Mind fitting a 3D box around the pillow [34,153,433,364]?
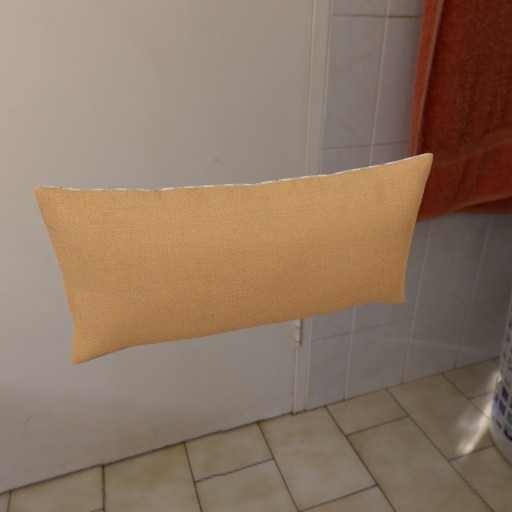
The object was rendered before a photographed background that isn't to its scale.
[{"bbox_3d":[0.000,0.000,0.717,0.608,0.291,0.151,-8,27,-16],"label":"pillow"}]
